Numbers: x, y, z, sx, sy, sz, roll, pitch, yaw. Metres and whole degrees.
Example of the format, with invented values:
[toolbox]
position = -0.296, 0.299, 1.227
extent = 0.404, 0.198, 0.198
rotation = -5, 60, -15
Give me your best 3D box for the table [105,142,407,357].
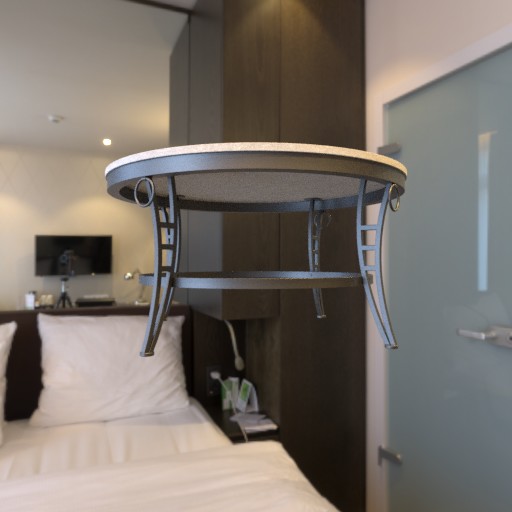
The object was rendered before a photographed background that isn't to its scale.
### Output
[table]
position = 0.000, 0.000, 1.377
extent = 0.889, 0.470, 0.889
rotation = 0, -1, 0
